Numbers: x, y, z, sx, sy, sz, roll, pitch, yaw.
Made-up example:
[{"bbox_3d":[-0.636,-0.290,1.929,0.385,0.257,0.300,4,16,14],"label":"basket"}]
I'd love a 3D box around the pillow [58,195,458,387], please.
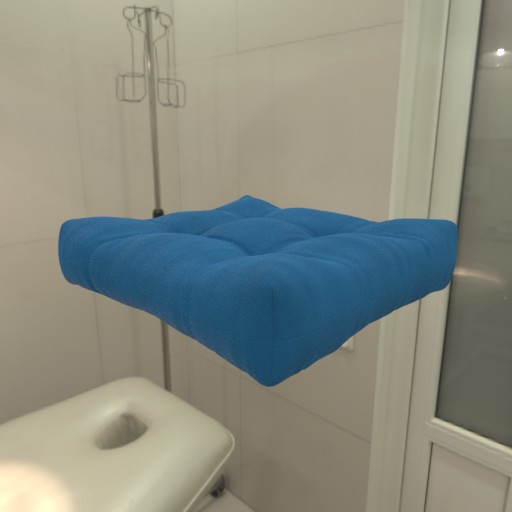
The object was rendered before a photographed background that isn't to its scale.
[{"bbox_3d":[0.000,0.000,0.724,0.490,0.128,0.468,14,20,42],"label":"pillow"}]
